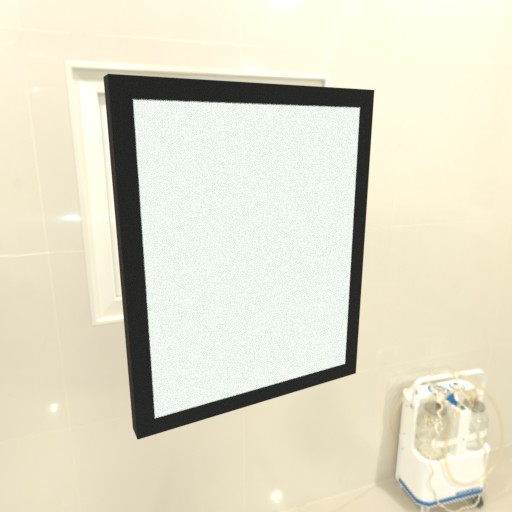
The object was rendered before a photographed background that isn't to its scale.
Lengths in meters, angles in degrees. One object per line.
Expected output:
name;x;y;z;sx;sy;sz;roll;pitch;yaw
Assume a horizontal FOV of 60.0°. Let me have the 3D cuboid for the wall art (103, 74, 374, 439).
wall art;0.000;0.000;0.556;0.329;0.404;0.024;-8;17;-27
